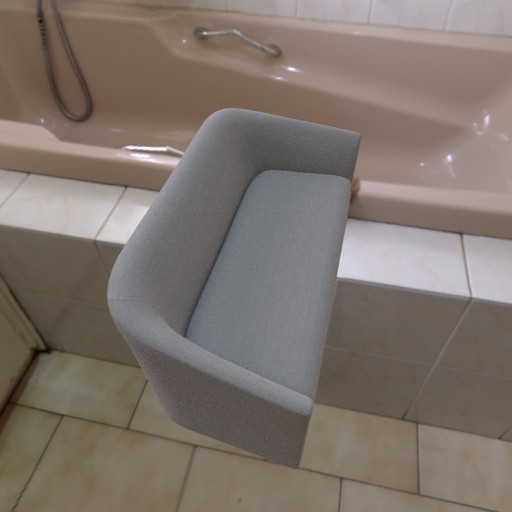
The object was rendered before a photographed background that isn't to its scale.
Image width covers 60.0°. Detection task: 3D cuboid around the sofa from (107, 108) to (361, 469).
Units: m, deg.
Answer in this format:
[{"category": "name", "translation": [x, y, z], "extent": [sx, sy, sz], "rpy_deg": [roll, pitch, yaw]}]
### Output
[{"category": "sofa", "translation": [0.000, 0.000, 1.898], "extent": [0.705, 0.721, 1.452], "rpy_deg": [11, 48, 10]}]
